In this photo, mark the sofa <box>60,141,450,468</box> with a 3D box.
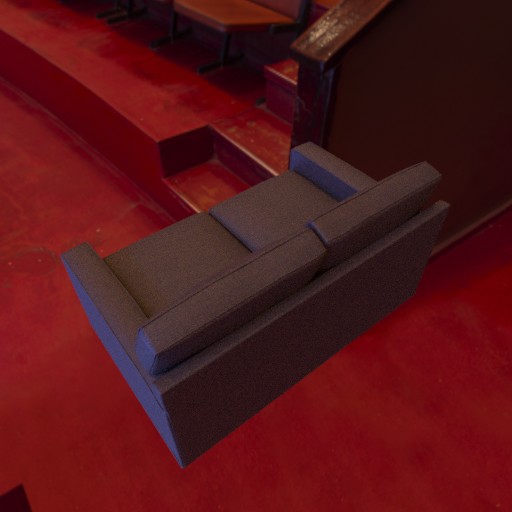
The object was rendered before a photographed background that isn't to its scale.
[{"bbox_3d":[0.000,0.000,2.154,1.534,0.887,0.974,-29,53,-25],"label":"sofa"}]
